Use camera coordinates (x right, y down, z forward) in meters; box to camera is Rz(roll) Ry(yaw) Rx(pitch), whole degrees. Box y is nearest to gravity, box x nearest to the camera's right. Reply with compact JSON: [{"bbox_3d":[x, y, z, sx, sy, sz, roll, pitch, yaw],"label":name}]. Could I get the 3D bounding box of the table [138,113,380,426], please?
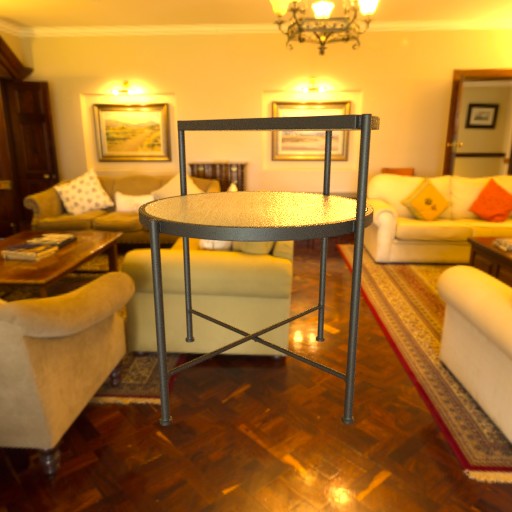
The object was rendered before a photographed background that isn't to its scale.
[{"bbox_3d":[0.000,0.000,1.149,0.629,0.684,0.628,14,21,42],"label":"table"}]
